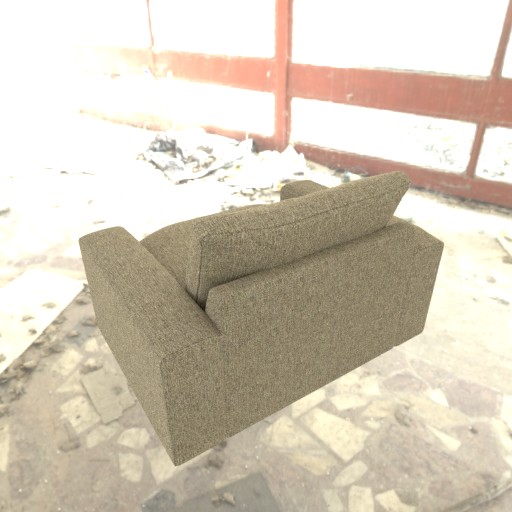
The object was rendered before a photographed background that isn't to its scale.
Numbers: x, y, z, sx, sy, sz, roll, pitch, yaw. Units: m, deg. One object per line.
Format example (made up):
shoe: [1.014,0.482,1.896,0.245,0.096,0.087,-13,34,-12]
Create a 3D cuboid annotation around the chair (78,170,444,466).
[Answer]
chair: [0.000,0.000,2.115,1.398,0.915,1.039,-18,35,-28]
